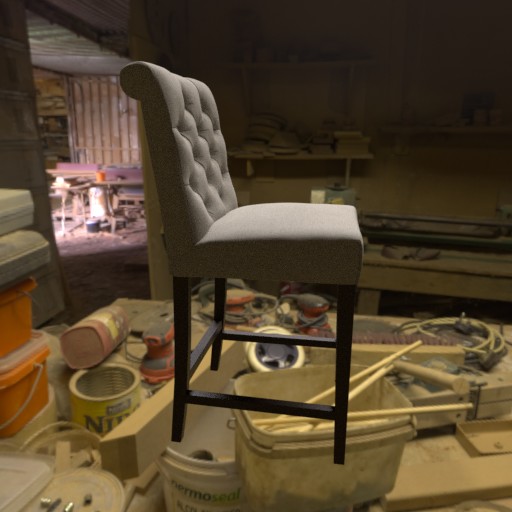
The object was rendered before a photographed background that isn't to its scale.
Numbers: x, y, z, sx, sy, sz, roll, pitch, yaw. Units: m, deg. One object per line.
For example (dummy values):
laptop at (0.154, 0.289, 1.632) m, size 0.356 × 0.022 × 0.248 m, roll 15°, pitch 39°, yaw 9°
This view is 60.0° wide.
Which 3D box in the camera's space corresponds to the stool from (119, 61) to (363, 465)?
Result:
stool at (0.000, 0.000, 1.335) m, size 0.601 × 1.040 × 0.493 m, roll 3°, pitch 16°, yaw 10°
